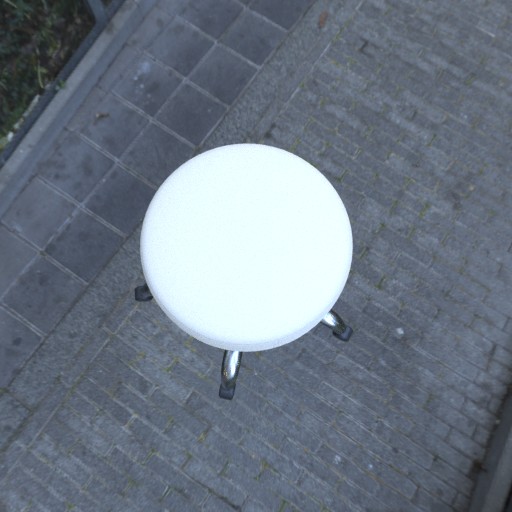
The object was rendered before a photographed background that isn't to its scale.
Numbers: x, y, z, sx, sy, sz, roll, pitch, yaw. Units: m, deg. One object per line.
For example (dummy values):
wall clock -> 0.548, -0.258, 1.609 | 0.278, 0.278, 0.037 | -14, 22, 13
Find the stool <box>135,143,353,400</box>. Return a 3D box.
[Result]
stool -> 0.000, 0.000, 1.087 | 0.614, 0.482, 0.634 | -41, 79, -10
